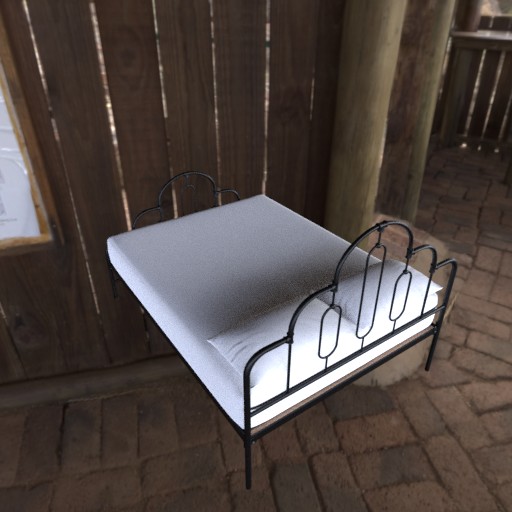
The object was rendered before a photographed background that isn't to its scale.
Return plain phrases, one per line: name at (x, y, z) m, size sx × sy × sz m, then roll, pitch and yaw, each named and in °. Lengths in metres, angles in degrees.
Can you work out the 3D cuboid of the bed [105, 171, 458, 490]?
bed at (0.000, 0.000, 3.272) m, size 1.626 × 1.444 × 2.181 m, roll -20°, pitch 36°, yaw -29°
